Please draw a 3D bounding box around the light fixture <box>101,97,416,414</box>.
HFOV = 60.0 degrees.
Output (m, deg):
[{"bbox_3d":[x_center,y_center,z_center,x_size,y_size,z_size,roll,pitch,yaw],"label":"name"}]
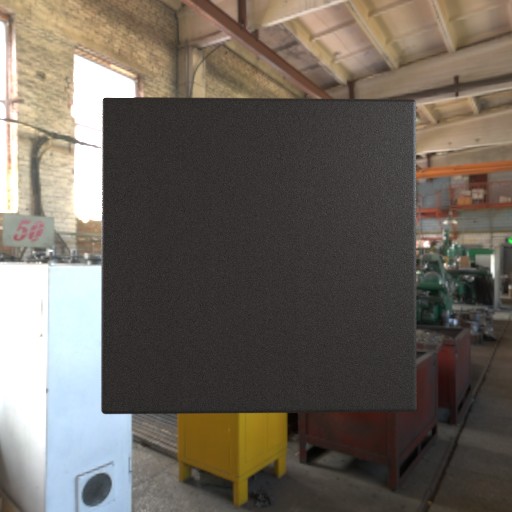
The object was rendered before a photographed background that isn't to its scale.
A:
[{"bbox_3d":[0.000,0.000,0.240,0.121,0.121,0.143,0,0,-1],"label":"light fixture"}]
